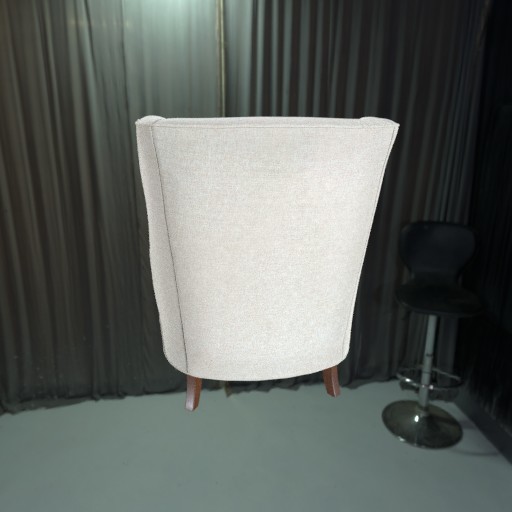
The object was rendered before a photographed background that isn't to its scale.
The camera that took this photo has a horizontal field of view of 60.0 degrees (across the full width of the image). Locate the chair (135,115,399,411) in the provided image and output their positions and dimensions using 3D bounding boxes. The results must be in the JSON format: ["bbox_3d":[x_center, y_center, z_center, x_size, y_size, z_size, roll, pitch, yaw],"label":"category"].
[{"bbox_3d":[0.000,0.000,1.750,0.838,1.040,0.966,-3,16,-9],"label":"chair"}]
